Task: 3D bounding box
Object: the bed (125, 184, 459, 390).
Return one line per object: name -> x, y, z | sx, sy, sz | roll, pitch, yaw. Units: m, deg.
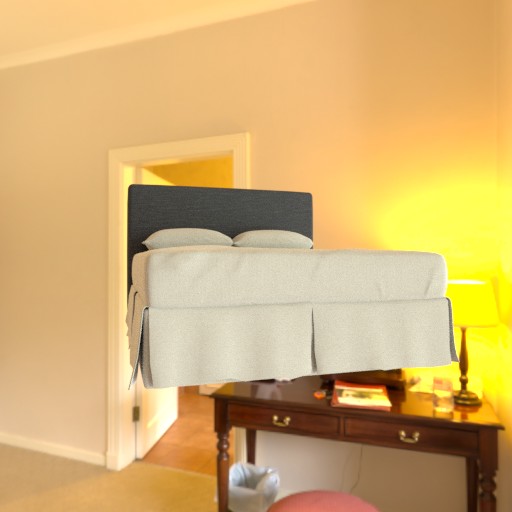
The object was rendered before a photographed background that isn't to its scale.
bed -> 0.000, 0.000, 3.324 | 1.884, 1.330, 2.142 | 0, 0, -17
